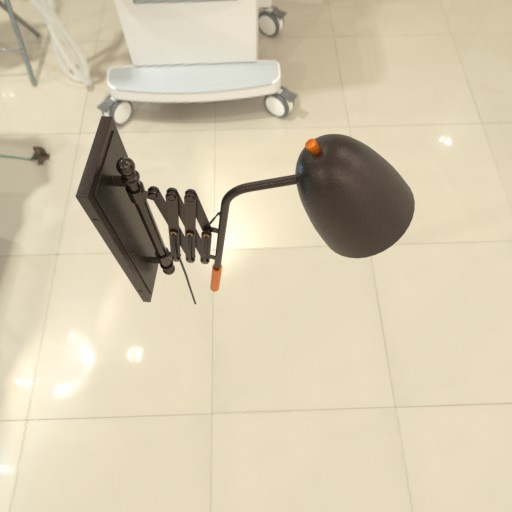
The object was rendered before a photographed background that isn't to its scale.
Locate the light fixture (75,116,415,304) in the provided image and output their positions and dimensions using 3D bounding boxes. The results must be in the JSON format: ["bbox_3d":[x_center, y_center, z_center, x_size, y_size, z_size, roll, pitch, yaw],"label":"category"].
[{"bbox_3d":[0.000,0.000,0.915,0.499,0.715,0.162,5,64,2],"label":"light fixture"}]
